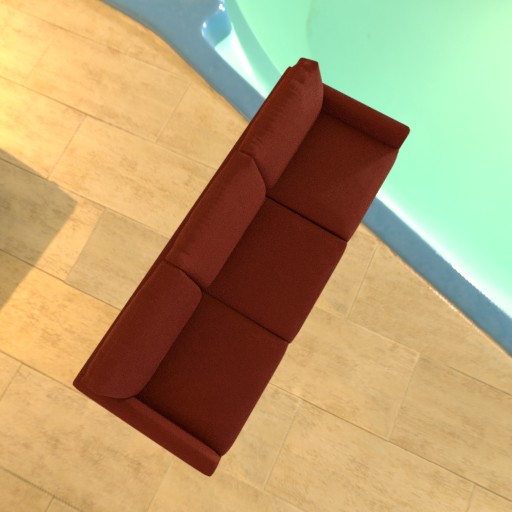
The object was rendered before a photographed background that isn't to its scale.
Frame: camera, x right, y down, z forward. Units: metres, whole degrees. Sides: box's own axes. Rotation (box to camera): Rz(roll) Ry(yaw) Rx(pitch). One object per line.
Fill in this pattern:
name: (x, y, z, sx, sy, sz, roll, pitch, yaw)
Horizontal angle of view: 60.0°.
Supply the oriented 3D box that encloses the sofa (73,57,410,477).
sofa: (0.000, 0.000, 2.615, 0.875, 0.879, 2.252, 30, 77, 8)
